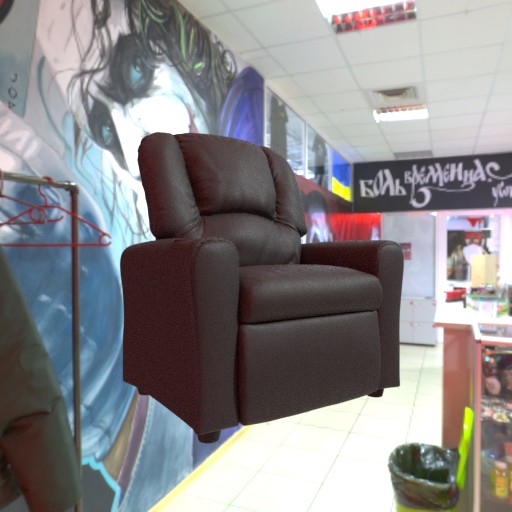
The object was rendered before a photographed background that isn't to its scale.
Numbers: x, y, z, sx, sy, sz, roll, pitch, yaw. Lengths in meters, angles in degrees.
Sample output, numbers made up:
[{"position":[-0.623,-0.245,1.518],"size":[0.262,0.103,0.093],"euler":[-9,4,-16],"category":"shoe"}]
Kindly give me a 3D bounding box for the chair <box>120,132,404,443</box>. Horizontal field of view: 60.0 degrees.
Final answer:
[{"position":[0.000,0.000,1.148],"size":[0.610,0.709,0.521],"euler":[0,1,-34],"category":"chair"}]
